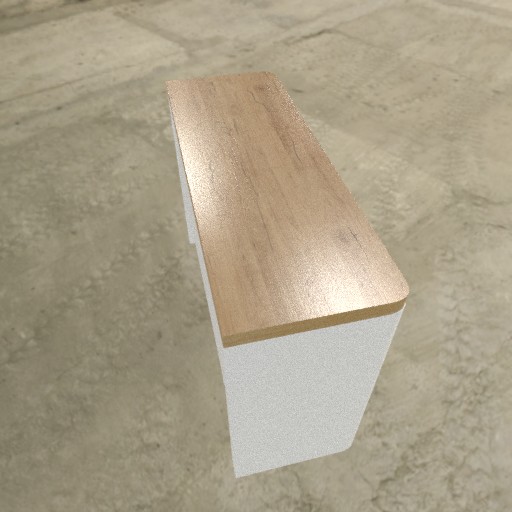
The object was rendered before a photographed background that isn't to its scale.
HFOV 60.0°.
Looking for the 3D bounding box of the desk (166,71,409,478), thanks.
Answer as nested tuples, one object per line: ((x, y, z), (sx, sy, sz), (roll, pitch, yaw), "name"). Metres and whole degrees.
((0.000, 0.000, 1.487), (0.390, 0.760, 1.100), (-10, 46, -9), "desk")
